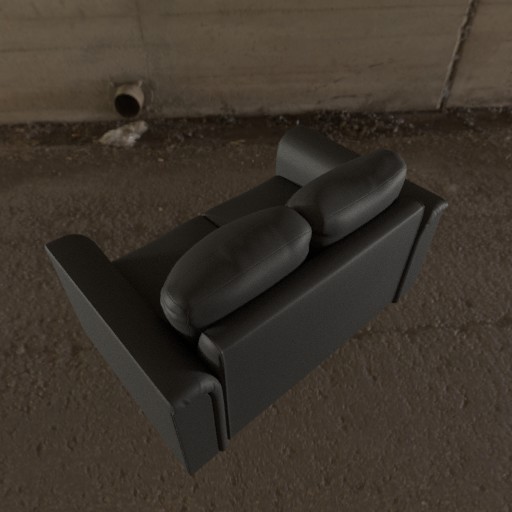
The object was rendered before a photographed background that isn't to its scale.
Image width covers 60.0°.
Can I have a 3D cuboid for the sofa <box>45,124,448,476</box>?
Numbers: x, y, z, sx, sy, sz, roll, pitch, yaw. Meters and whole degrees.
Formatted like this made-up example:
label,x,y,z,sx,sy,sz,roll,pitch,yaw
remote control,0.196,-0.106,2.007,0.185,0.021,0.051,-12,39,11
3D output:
label,x,y,z,sx,sy,sz,roll,pitch,yaw
sofa,0.000,0.000,1.904,1.386,0.845,0.887,-32,53,-28
